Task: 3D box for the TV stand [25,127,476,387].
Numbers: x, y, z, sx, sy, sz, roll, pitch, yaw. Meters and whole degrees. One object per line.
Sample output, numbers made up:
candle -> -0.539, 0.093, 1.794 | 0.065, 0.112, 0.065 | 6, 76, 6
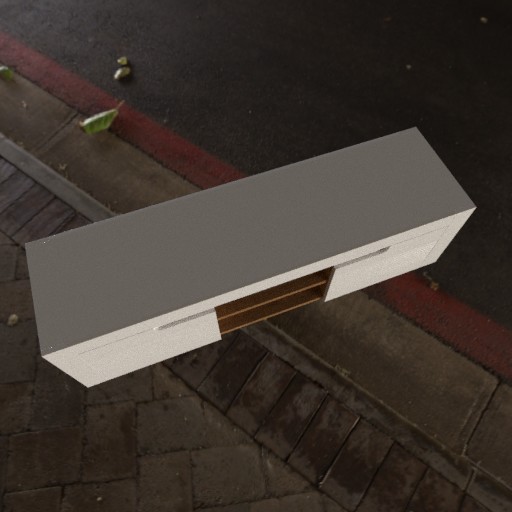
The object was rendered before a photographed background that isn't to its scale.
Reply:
TV stand -> 0.000, 0.000, 1.713 | 1.500, 0.440, 0.410 | -18, 63, -10
